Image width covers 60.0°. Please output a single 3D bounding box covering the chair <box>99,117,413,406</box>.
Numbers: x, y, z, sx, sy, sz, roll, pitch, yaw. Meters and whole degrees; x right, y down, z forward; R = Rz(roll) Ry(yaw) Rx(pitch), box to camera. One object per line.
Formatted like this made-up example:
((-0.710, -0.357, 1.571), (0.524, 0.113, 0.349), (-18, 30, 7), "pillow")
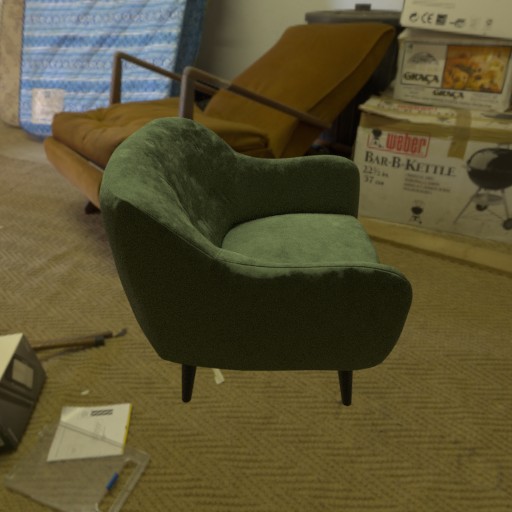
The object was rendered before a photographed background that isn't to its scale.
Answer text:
((0.000, 0.000, 1.510), (0.819, 0.804, 0.840), (1, 32, 1), "chair")
